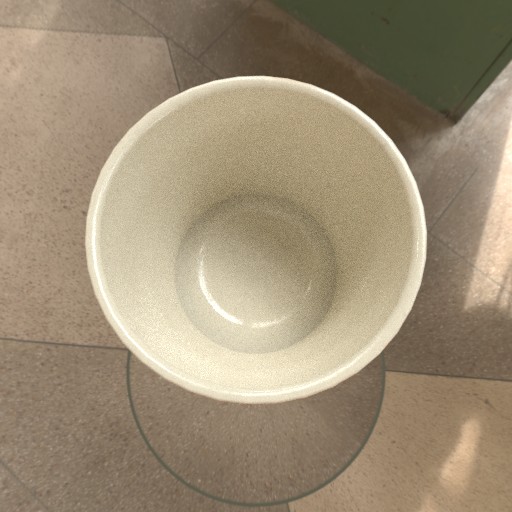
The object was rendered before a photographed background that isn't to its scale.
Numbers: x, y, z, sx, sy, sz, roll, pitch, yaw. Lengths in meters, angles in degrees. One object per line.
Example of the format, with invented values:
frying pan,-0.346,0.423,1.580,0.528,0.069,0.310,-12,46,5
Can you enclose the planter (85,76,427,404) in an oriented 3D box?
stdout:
planter,0.000,0.000,0.320,0.192,0.148,0.192,0,76,0
